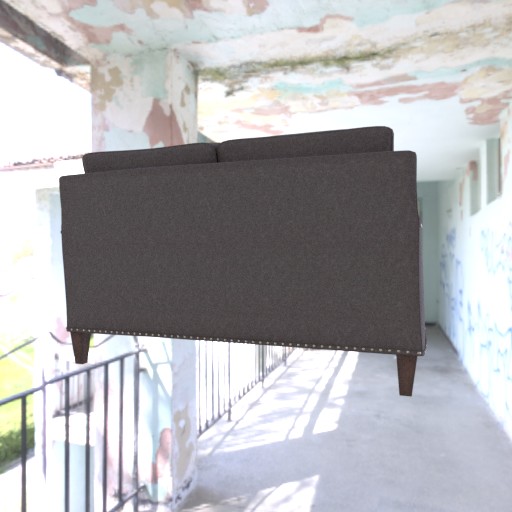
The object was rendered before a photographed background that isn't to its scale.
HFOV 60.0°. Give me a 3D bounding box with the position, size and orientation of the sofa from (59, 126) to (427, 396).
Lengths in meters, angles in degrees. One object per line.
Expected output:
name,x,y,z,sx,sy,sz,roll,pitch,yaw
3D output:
sofa,0.000,0.000,2.226,1.597,1.003,1.084,0,0,19
